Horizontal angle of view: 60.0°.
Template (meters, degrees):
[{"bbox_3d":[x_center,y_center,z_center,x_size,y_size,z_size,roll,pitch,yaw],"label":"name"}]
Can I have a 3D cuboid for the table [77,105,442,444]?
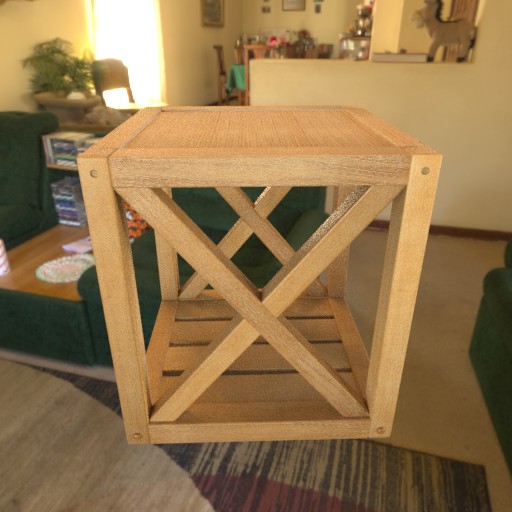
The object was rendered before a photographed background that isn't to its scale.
[{"bbox_3d":[0.000,0.000,1.051,0.559,0.610,0.558,-1,26,-2],"label":"table"}]
